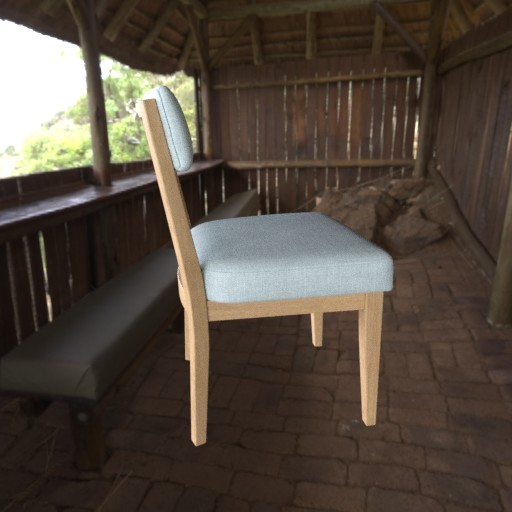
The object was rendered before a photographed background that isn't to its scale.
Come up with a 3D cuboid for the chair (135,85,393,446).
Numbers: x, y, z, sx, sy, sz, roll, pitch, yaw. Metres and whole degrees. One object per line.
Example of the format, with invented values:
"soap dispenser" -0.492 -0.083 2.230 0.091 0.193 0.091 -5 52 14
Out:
"chair" 0.000 0.000 1.202 0.572 0.832 0.508 -3 17 -10
